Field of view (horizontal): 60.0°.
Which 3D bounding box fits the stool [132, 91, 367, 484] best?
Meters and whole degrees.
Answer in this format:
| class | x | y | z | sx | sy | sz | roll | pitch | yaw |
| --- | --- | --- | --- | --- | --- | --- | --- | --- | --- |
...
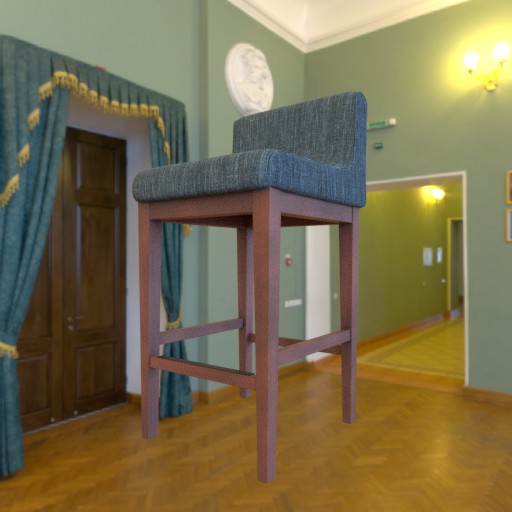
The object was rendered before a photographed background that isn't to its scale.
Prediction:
| class | x | y | z | sx | sy | sz | roll | pitch | yaw |
| --- | --- | --- | --- | --- | --- | --- | --- | --- | --- |
| stool | 0.000 | 0.000 | 1.079 | 0.395 | 0.835 | 0.459 | 0 | 0 | 36 |
